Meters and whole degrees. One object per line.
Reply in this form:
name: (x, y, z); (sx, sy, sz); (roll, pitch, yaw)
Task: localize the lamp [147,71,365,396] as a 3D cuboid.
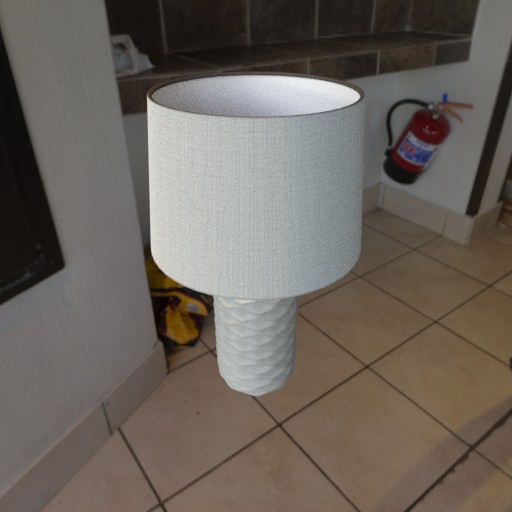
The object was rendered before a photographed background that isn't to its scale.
lamp: (0.000, 0.000, 0.830); (0.376, 0.594, 0.376); (0, 32, 0)
